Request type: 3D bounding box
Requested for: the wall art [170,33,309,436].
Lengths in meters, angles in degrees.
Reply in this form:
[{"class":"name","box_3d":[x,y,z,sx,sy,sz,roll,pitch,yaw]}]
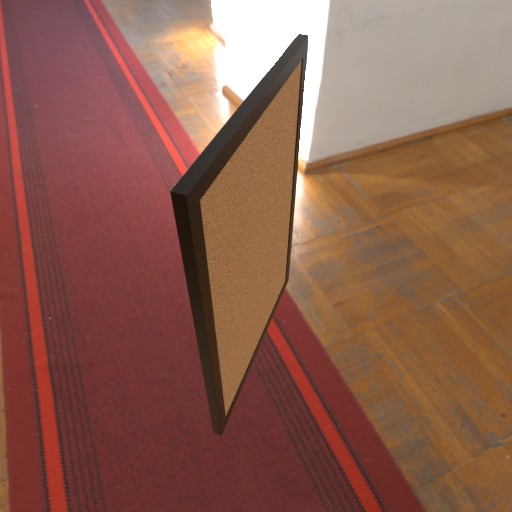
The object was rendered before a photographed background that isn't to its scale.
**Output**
[{"class":"wall art","box_3d":[0.000,0.000,0.562,0.013,0.432,0.304,16,49,14]}]
